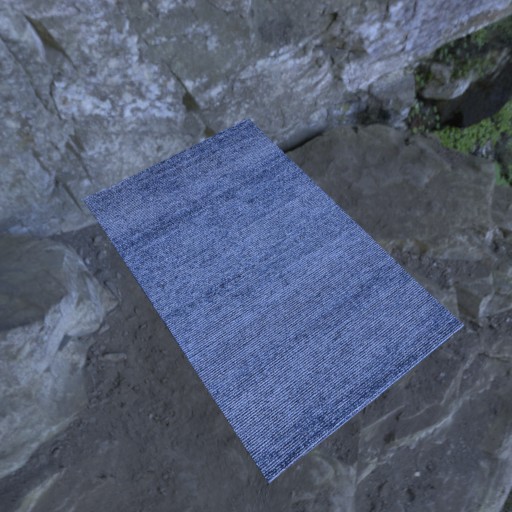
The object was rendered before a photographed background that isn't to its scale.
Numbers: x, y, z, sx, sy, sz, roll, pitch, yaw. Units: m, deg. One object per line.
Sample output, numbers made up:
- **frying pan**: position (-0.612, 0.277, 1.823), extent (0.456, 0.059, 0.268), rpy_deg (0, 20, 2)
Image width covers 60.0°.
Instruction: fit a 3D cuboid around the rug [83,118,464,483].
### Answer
- **rug**: position (0.000, 0.000, 2.315), extent (1.159, 0.025, 1.793), rpy_deg (-31, 63, -18)
